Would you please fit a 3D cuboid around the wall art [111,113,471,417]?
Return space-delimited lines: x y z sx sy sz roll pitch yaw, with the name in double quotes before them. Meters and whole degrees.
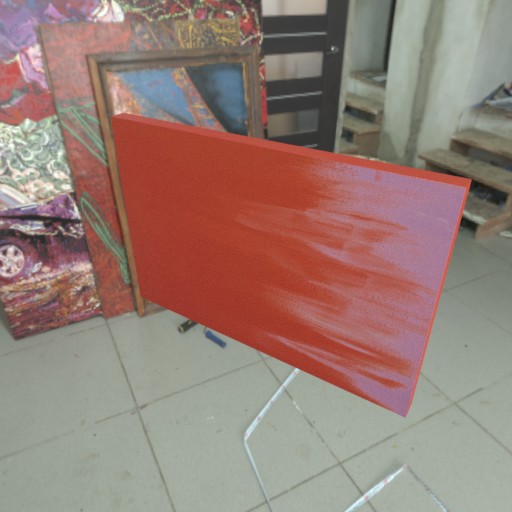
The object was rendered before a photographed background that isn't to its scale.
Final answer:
"wall art" 0.000 0.000 0.775 0.607 0.405 0.033 19 36 28
